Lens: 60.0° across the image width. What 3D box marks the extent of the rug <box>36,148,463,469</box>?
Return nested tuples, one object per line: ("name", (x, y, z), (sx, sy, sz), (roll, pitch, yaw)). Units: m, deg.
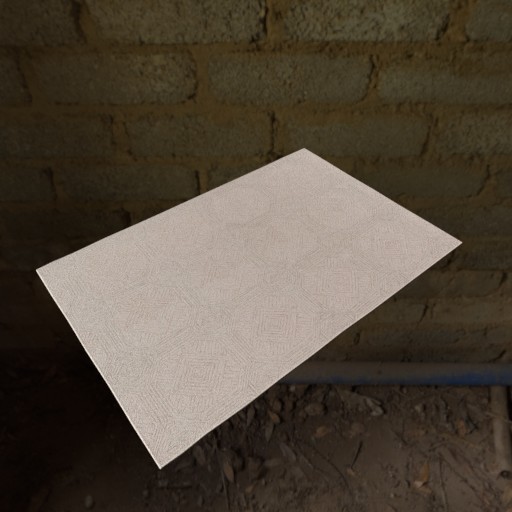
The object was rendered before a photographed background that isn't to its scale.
("rug", (0.000, 0.000, 2.284), (1.839, 0.009, 1.236), (-29, 52, -27))
